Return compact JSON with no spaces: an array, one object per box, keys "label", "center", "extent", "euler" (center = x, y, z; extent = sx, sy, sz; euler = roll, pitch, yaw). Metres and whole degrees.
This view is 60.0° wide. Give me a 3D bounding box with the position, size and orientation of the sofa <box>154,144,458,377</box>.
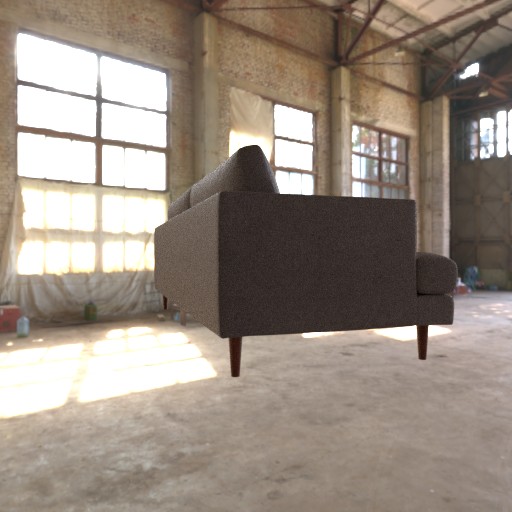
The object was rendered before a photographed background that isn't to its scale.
[{"label":"sofa","center":[0.000,0.000,2.730],"extent":[1.020,0.868,2.250],"euler":[0,0,-18]}]
